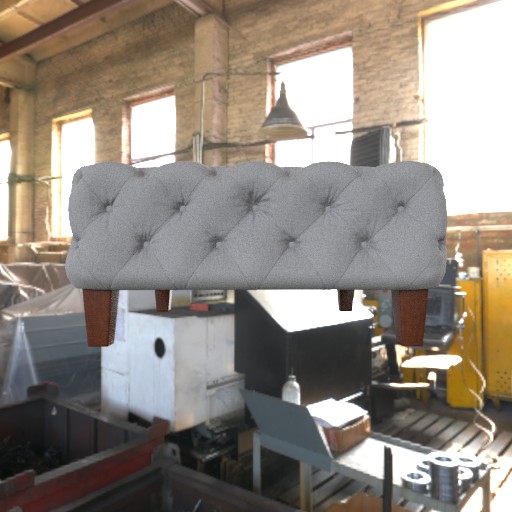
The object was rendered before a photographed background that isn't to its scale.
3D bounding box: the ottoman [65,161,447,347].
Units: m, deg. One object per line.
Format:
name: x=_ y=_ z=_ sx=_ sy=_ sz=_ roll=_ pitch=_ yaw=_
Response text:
ottoman: x=0.000 y=0.000 z=1.195 sx=0.764 sy=0.365 sz=0.758 roll=0 pitch=-1 yaw=0
